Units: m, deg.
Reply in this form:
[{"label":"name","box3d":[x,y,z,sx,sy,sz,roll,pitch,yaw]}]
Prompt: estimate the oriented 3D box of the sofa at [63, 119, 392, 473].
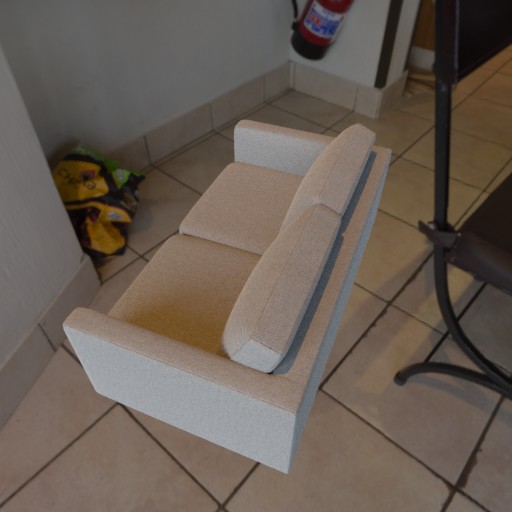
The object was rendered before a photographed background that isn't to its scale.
[{"label":"sofa","box3d":[0.000,0.000,2.318,1.000,0.900,1.731,16,48,15]}]
